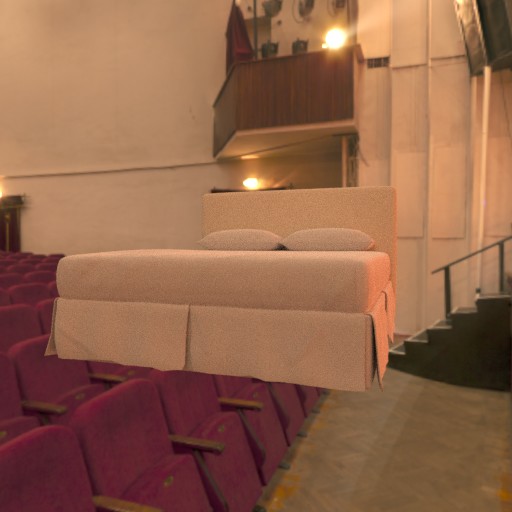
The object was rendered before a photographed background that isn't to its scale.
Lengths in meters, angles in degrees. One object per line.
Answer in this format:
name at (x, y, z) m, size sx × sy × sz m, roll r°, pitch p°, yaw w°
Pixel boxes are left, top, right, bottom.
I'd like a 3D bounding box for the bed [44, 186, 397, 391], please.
bed at (0.000, 0.000, 3.558) m, size 2.119 × 1.317 × 2.341 m, roll 0°, pitch 1°, yaw 19°
